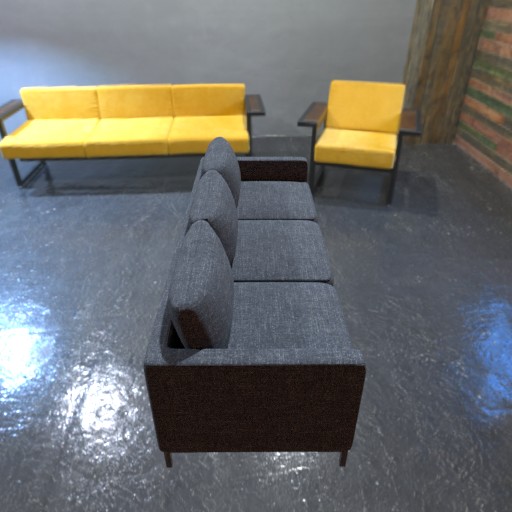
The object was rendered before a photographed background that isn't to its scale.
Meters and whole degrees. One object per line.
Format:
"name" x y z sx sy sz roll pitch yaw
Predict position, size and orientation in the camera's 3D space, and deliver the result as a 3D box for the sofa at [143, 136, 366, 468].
"sofa" 0.000 0.000 2.679 0.859 0.874 2.218 0 32 0
